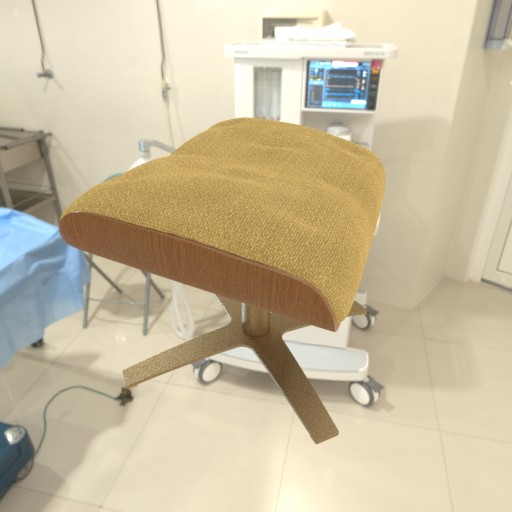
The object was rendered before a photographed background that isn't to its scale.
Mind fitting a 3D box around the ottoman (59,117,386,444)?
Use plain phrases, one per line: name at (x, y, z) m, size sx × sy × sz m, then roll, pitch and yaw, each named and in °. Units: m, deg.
ottoman at (0.000, 0.000, 0.792) m, size 0.394 × 0.391 × 0.520 m, roll 10°, pitch 31°, yaw 17°
